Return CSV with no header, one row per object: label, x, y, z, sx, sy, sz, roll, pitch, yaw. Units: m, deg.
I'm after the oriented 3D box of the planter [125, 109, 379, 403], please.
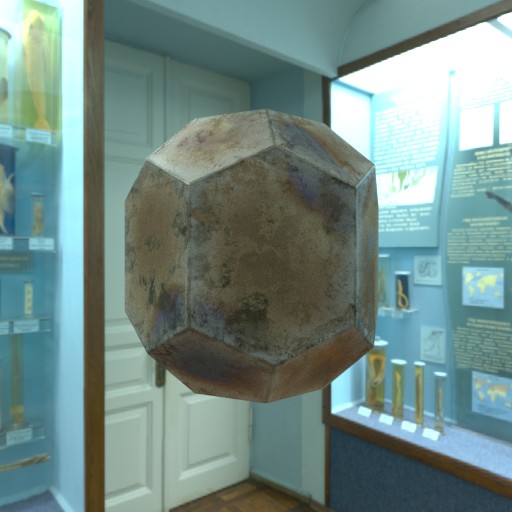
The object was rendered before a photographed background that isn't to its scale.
planter,0.000,0.000,0.422,0.221,0.238,0.243,0,0,-37
